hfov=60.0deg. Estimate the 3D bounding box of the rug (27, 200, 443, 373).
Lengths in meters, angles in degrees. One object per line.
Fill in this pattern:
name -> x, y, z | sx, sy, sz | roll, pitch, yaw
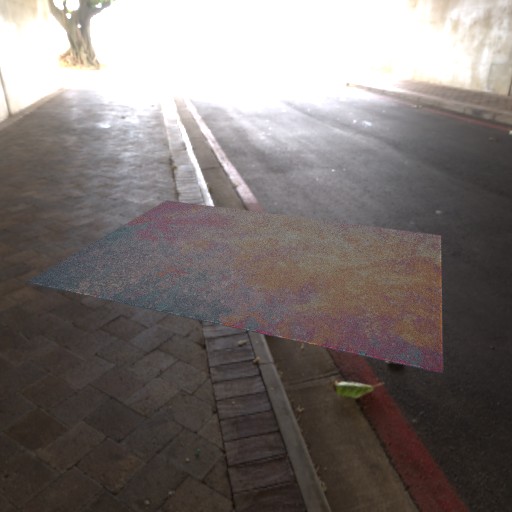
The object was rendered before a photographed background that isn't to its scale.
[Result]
rug -> 0.000, 0.000, 3.676 | 2.896, 0.013, 2.007 | 9, 27, 18
